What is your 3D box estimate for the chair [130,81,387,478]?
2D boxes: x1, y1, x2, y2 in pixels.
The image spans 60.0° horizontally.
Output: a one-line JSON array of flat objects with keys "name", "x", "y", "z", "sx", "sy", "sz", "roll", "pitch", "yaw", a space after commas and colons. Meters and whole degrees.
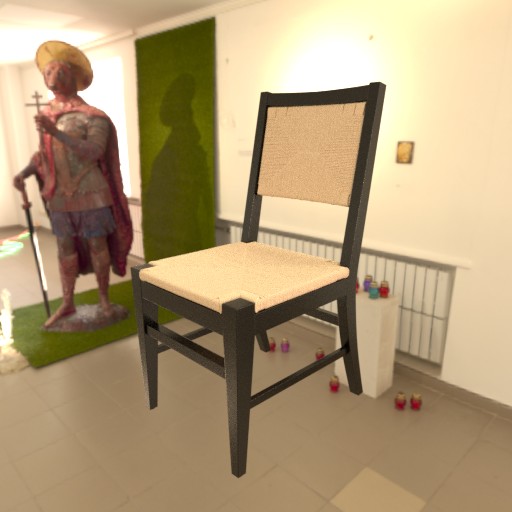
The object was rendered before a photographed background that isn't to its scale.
[{"name": "chair", "x": 0.000, "y": 0.000, "z": 1.253, "sx": 0.552, "sy": 0.927, "sz": 0.437, "roll": -15, "pitch": 21, "yaw": -43}]
